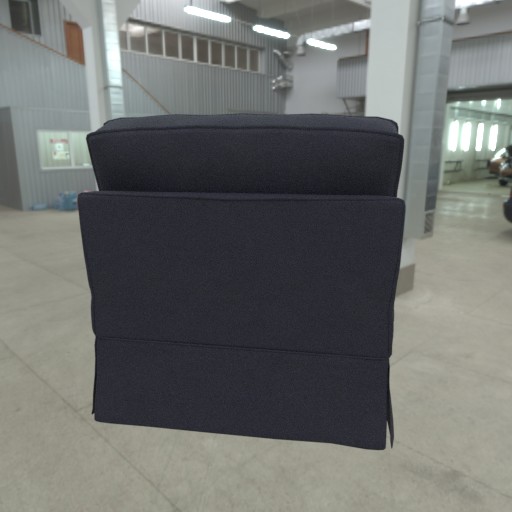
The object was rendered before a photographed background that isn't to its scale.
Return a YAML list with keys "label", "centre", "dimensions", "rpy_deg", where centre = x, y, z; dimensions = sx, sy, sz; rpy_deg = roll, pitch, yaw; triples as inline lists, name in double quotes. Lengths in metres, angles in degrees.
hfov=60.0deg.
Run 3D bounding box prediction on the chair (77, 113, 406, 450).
- label: "chair"
  centre: [0.000, 0.000, 1.924]
  dimensions: [1.119, 1.140, 1.002]
  rpy_deg: [2, 14, 9]
